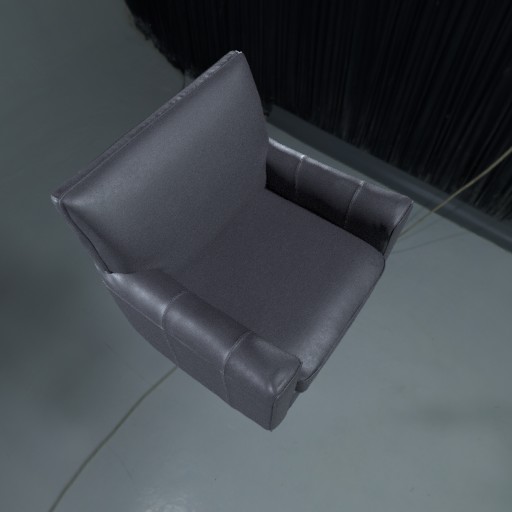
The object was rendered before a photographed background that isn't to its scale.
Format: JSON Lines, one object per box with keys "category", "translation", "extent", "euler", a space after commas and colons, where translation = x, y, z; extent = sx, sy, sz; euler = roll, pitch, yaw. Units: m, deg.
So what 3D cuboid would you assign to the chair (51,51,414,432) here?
{"category": "chair", "translation": [0.000, 0.000, 1.627], "extent": [0.825, 0.943, 0.870], "euler": [32, 63, 18]}
